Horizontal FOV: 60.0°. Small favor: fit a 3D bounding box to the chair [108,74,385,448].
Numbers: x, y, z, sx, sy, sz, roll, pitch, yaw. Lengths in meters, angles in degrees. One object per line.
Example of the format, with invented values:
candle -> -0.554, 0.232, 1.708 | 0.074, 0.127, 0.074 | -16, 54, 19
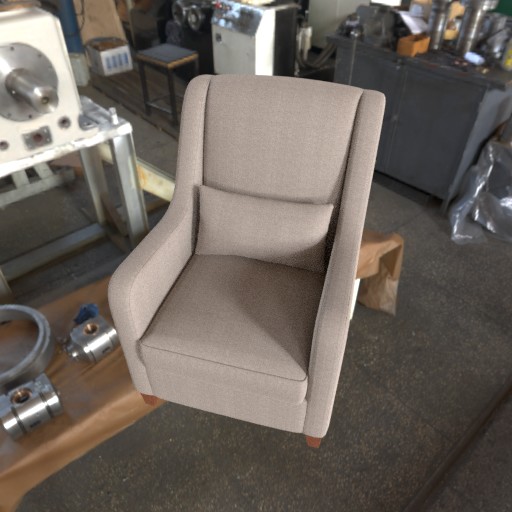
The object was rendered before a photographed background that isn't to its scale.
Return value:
chair -> 0.000, 0.000, 1.613 | 0.715, 1.017, 0.890 | 10, 41, 12
